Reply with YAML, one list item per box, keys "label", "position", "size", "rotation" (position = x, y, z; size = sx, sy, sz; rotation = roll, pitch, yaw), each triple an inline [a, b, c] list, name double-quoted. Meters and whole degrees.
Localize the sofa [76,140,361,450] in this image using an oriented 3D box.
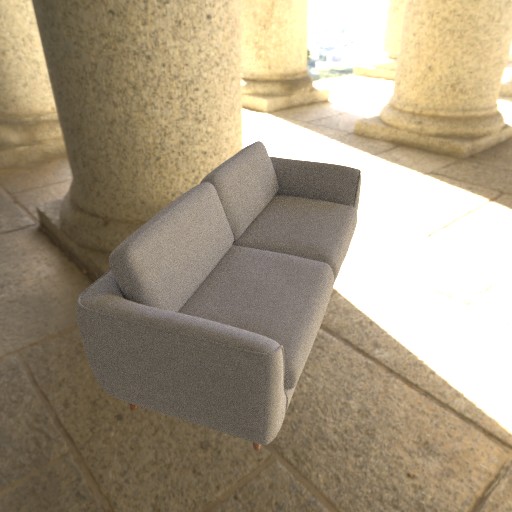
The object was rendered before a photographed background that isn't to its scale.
- label: "sofa"
  position: [0.000, 0.000, 2.475]
  size: [0.920, 0.850, 2.000]
  rotation: [11, 32, 17]
